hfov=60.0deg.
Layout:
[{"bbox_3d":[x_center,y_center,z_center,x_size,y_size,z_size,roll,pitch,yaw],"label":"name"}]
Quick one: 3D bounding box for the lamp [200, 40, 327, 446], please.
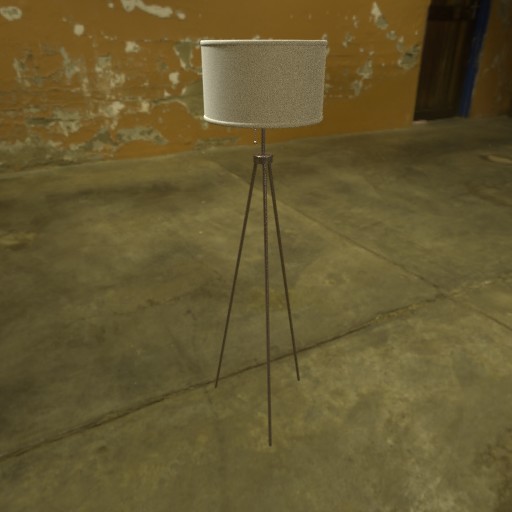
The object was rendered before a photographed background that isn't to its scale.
[{"bbox_3d":[0.000,0.000,1.768,0.458,1.545,0.448,8,26,15],"label":"lamp"}]
